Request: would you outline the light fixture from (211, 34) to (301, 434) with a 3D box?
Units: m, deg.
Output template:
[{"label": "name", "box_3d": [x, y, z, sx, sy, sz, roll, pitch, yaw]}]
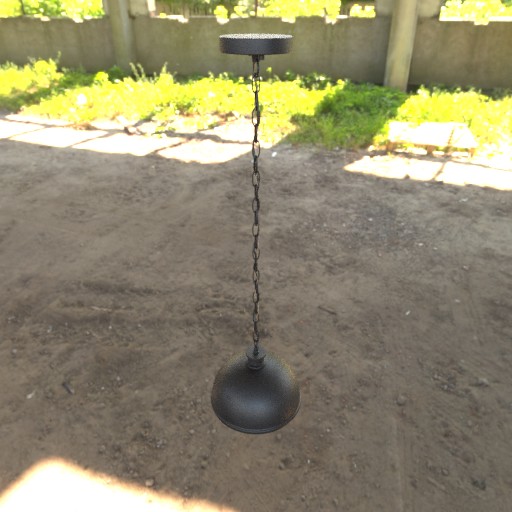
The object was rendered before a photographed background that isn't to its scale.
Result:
[{"label": "light fixture", "box_3d": [0.000, 0.000, 1.224, 0.304, 1.090, 0.304, -7, 31, -13]}]
